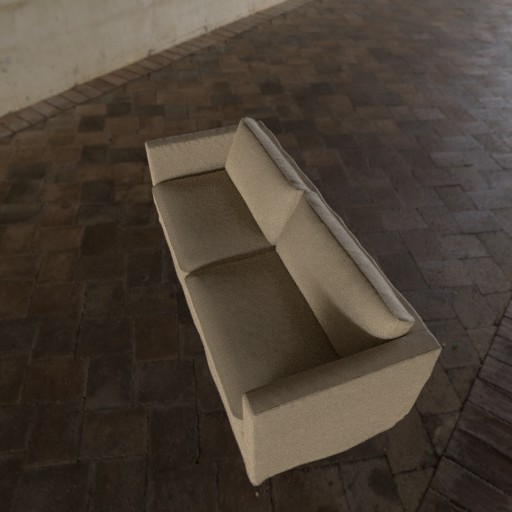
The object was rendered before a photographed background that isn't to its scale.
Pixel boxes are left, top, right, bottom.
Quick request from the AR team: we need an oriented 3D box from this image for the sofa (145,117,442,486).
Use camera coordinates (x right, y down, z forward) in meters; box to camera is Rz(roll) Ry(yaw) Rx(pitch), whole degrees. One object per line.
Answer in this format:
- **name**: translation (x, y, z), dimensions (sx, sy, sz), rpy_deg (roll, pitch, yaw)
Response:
- **sofa**: translation (0.000, 0.000, 2.804), dimensions (0.956, 0.847, 2.296), rpy_deg (-15, 46, -15)
